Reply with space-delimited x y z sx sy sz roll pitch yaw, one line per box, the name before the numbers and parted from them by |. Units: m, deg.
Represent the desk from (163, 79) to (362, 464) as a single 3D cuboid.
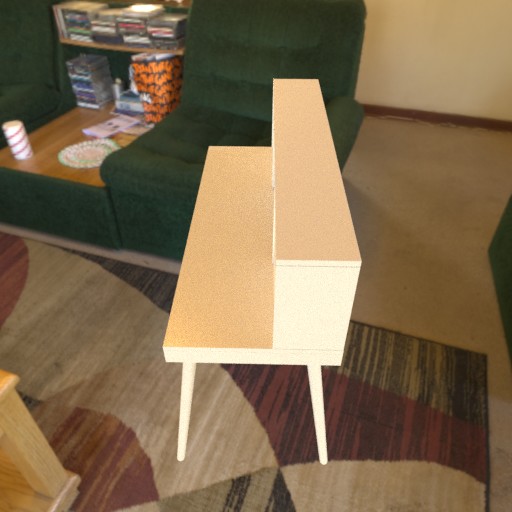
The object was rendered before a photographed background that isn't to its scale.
desk | 0.000 0.000 1.775 0.559 0.990 1.199 1 40 1
